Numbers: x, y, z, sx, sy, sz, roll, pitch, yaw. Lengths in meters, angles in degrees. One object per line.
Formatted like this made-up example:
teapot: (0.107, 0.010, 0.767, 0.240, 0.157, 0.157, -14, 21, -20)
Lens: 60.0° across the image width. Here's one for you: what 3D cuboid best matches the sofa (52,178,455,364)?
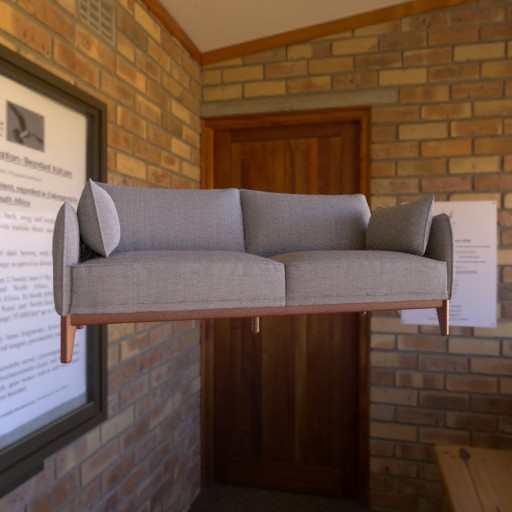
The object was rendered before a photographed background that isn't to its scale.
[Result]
sofa: (0.000, 0.000, 2.443, 1.989, 0.851, 0.972, 0, 1, -18)
